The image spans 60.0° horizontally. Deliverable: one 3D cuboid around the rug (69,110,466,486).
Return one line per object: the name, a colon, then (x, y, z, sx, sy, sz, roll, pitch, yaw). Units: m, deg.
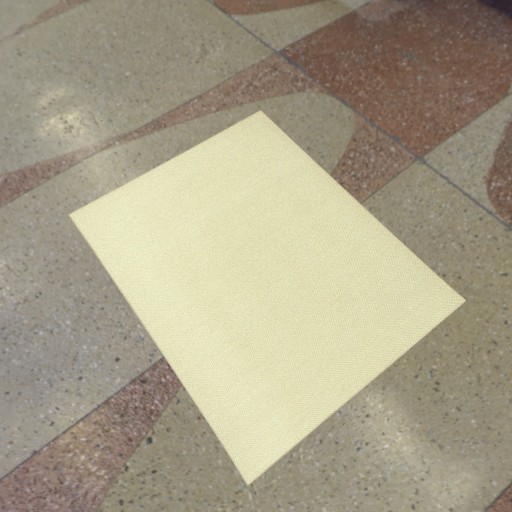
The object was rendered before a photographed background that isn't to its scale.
rug: (0.000, 0.000, 4.229, 2.462, 0.018, 3.039, -34, 66, -17)
